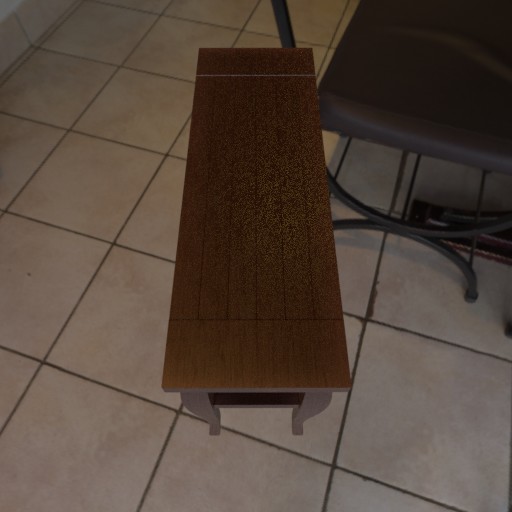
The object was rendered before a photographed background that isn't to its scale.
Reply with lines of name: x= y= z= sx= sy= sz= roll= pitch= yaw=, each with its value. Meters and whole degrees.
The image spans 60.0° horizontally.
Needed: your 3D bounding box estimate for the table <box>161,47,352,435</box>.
table: x=0.000 y=0.000 z=1.436 sx=0.373 sy=0.768 sz=1.062 roll=0 pitch=58 yaw=0
